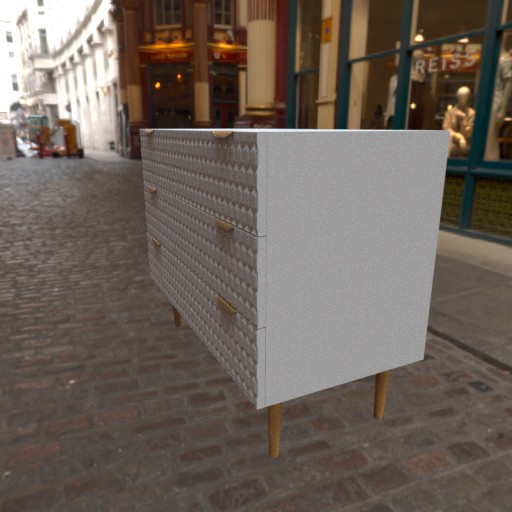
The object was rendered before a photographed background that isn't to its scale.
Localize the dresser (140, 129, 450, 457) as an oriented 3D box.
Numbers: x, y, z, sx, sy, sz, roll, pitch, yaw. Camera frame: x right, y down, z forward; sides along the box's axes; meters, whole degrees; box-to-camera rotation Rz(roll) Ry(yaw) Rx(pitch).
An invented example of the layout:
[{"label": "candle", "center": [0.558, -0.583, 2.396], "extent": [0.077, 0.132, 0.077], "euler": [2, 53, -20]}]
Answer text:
[{"label": "dresser", "center": [0.000, 0.000, 1.316], "extent": [0.457, 0.721, 0.905], "euler": [-8, 18, -25]}]
